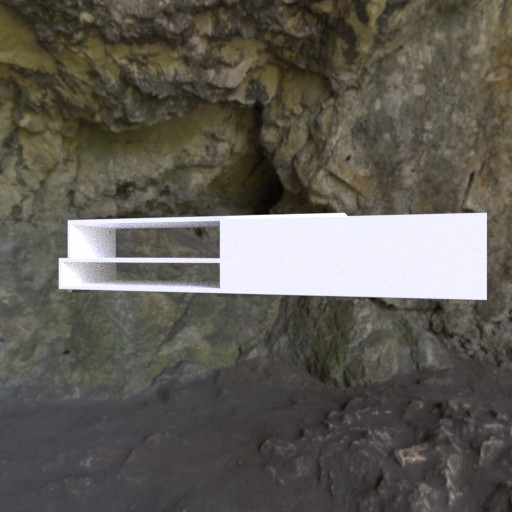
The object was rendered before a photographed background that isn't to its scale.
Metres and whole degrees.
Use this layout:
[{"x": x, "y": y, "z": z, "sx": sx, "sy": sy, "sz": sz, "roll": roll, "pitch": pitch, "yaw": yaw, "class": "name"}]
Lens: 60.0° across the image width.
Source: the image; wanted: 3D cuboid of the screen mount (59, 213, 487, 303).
[{"x": 0.000, "y": 0.000, "z": 1.873, "sx": 1.680, "sy": 0.320, "sz": 0.420, "roll": 0, "pitch": 0, "yaw": 16, "class": "screen mount"}]
